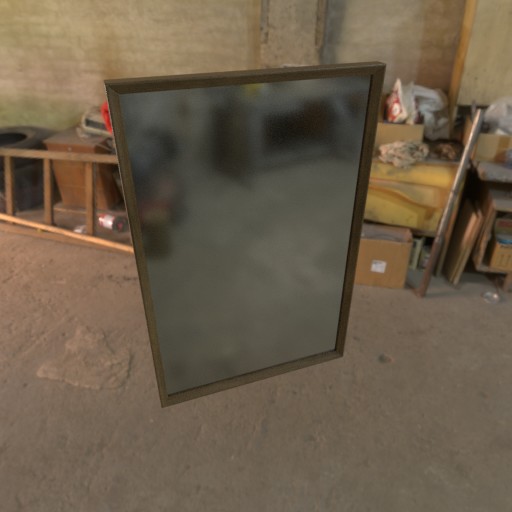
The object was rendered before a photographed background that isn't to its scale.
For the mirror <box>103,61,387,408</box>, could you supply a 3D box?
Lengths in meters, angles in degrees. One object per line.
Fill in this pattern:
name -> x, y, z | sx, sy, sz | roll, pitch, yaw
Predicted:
mirror -> 0.000, 0.000, 1.168 | 0.609, 0.915, 0.041 | -11, 34, -17
